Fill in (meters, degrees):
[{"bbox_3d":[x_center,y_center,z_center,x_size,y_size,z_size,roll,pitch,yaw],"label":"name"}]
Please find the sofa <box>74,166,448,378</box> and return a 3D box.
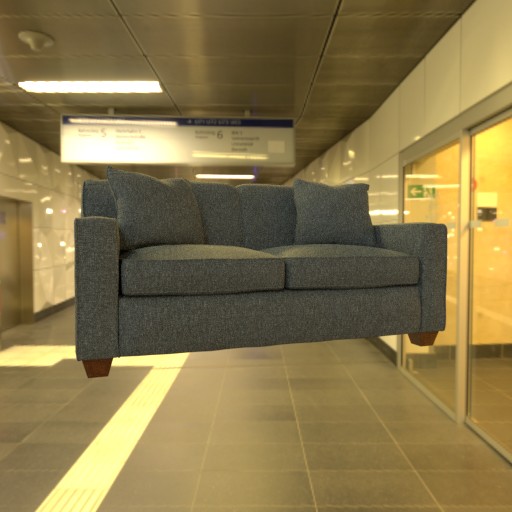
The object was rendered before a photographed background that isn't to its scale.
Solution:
[{"bbox_3d":[0.000,0.000,2.472,1.846,0.958,0.998,-1,2,-19],"label":"sofa"}]
